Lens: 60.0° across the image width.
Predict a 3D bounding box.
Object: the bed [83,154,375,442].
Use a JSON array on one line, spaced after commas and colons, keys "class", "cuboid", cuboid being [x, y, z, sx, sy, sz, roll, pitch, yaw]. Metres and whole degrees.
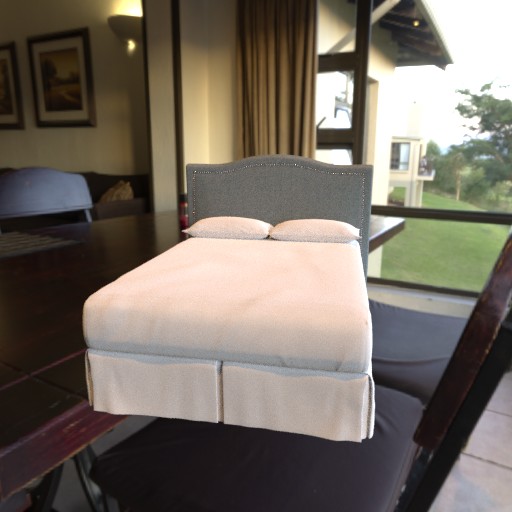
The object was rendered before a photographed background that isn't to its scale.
[{"class": "bed", "cuboid": [0.000, 0.000, 3.304, 1.753, 1.460, 2.143, 3, 14, 11]}]
